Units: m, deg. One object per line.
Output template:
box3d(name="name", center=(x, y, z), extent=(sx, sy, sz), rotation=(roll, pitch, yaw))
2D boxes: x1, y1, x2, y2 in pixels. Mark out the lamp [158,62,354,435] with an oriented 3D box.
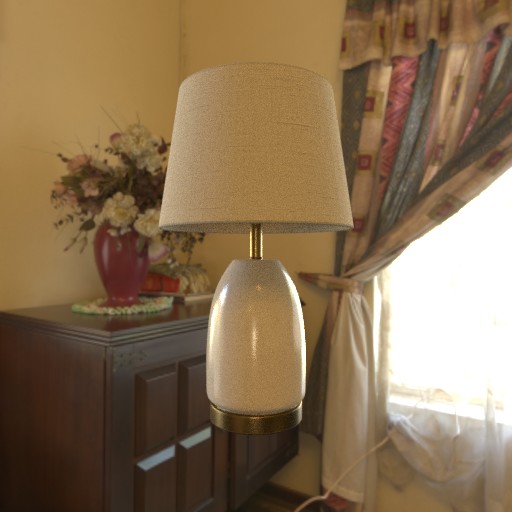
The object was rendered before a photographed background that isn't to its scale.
box3d(name="lamp", center=(0.000, 0.000, 0.664), extent=(0.285, 0.483, 0.285), rotation=(0, 0, 0))
